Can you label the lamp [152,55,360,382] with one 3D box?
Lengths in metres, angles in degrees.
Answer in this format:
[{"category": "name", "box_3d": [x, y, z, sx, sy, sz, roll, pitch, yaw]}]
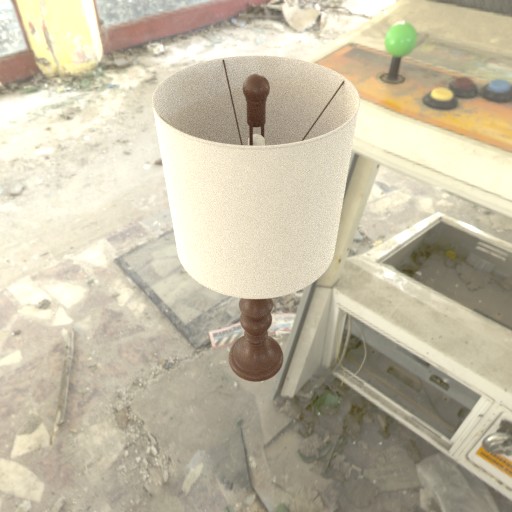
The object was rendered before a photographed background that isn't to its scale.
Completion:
[{"category": "lamp", "box_3d": [0.000, 0.000, 0.732, 0.250, 0.597, 0.250, -16, 46, -16]}]
